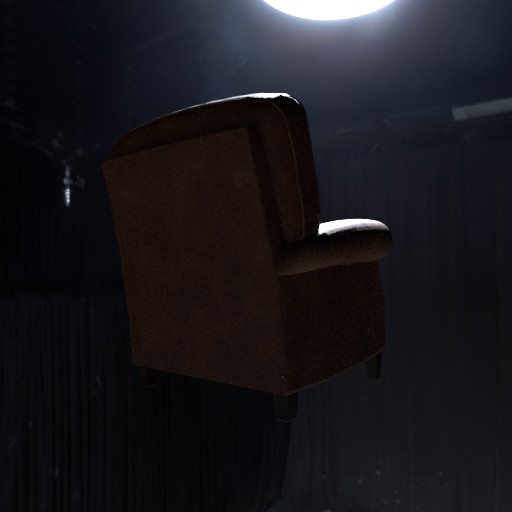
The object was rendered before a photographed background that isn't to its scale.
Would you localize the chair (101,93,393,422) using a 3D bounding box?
[{"bbox_3d":[0.000,0.000,1.791,0.936,1.018,0.986,-1,-2,37],"label":"chair"}]
